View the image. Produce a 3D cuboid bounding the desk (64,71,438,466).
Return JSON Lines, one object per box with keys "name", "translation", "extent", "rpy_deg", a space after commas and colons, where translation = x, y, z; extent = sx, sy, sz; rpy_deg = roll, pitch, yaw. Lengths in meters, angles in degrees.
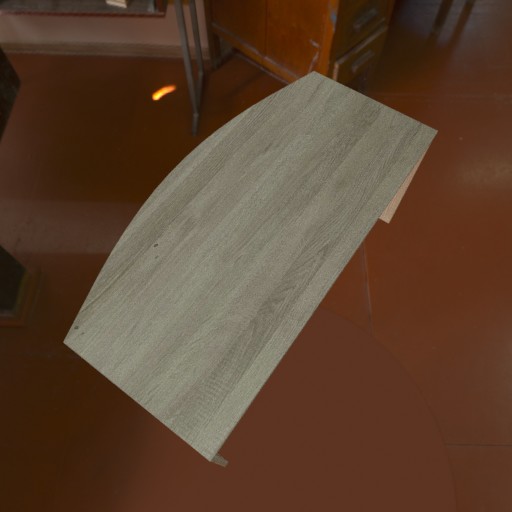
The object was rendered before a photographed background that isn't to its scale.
{"name": "desk", "translation": [0.000, 0.000, 2.072], "extent": [0.802, 0.752, 1.600], "rpy_deg": [32, 68, 15]}
